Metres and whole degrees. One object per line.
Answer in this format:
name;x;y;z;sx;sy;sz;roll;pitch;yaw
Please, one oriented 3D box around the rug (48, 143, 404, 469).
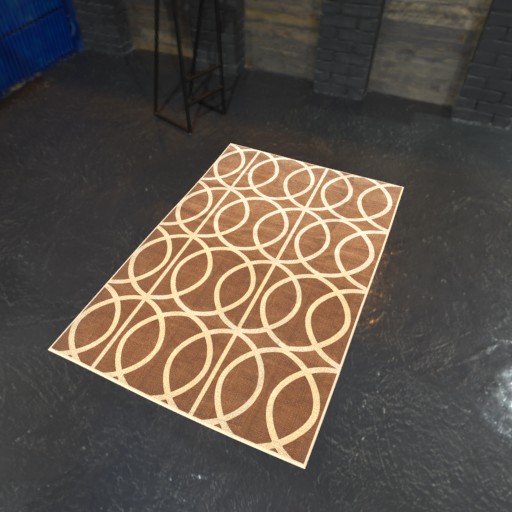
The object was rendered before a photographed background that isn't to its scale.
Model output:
rug;0.000;0.000;2.963;1.528;0.014;2.294;18;49;16
